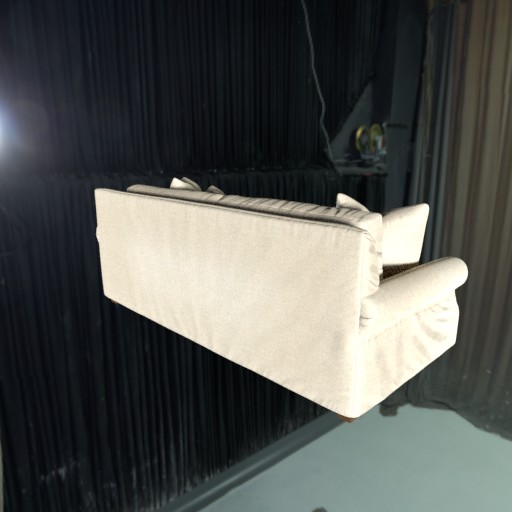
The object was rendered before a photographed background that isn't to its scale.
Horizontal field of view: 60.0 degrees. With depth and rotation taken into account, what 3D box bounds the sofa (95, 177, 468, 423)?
[{"bbox_3d":[0.000,0.000,2.779,1.067,0.904,2.285,-14,20,-43],"label":"sofa"}]
